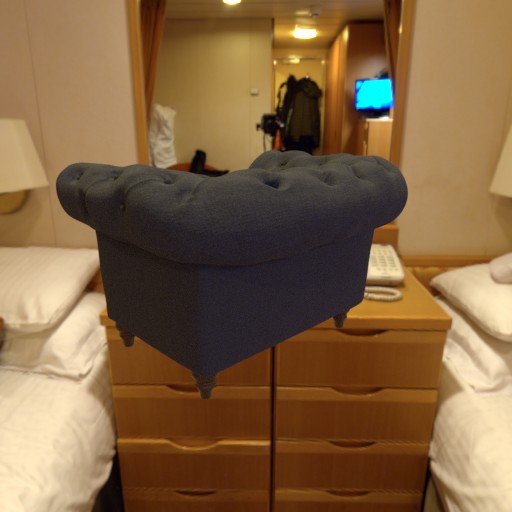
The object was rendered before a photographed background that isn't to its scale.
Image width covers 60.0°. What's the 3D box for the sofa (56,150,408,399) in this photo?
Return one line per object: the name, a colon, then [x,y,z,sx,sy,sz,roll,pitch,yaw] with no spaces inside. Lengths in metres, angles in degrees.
sofa: [0.000,0.000,2.002,1.405,0.878,1.032,-16,22,-43]
